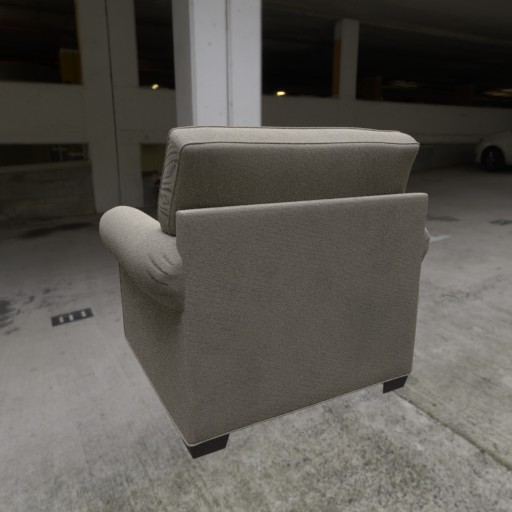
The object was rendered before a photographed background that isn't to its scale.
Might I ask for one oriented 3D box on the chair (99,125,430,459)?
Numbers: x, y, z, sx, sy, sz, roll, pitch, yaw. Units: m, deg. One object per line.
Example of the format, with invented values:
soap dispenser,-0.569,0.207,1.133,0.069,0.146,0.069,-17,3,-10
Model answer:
chair,0.000,0.000,1.891,1.147,1.044,0.939,-8,16,-27
